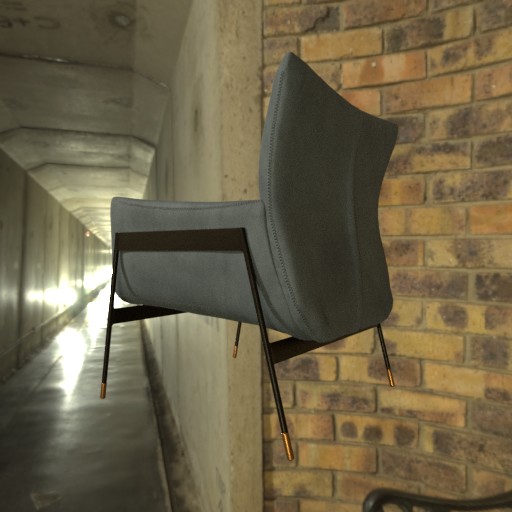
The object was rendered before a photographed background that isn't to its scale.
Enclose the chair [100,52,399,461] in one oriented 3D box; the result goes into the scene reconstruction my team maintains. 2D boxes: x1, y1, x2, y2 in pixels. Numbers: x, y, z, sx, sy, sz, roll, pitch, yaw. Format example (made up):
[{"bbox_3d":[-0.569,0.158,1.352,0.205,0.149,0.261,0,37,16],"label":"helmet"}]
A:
[{"bbox_3d":[0.000,0.000,1.380,0.709,0.858,0.678,1,1,36],"label":"chair"}]
